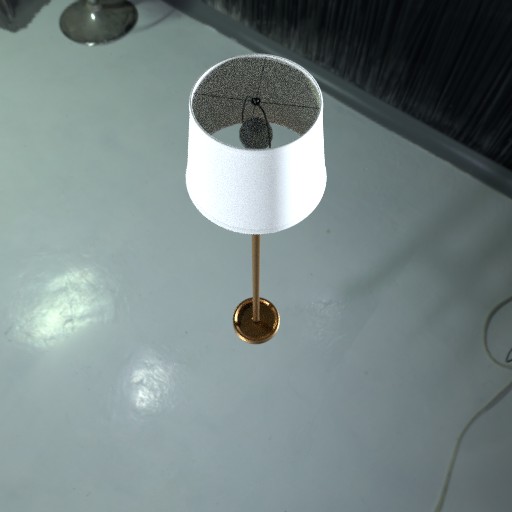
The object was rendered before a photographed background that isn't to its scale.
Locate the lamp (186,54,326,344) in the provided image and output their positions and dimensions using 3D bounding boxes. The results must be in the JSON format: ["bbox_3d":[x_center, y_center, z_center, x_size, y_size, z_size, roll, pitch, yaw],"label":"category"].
[{"bbox_3d":[0.000,0.000,0.771,0.178,0.710,0.178,0,63,0],"label":"lamp"}]
